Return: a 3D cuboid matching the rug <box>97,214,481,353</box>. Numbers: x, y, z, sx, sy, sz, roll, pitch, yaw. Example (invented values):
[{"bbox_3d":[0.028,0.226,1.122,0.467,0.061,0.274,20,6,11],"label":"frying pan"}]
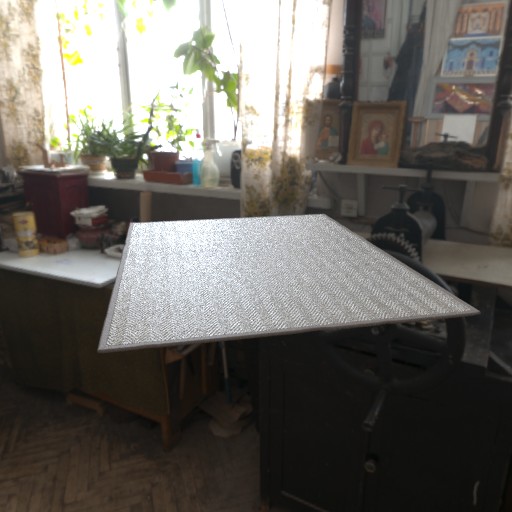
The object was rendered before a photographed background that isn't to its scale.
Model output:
[{"bbox_3d":[0.000,0.000,4.093,2.434,0.032,3.007,-4,19,-11],"label":"rug"}]
